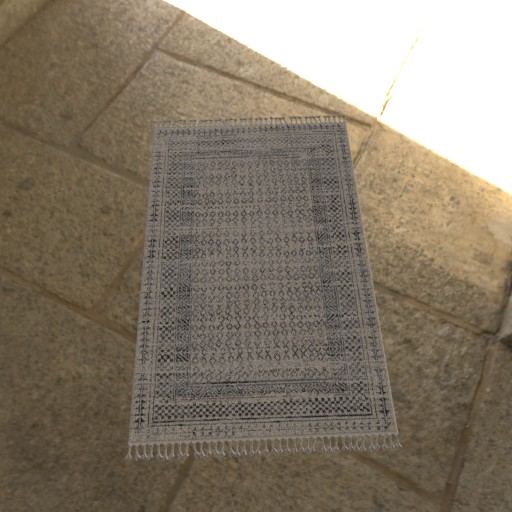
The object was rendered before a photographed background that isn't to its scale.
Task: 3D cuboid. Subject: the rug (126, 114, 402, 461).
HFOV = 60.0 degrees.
[{"bbox_3d":[0.000,0.000,3.004,1.548,0.013,2.486,-2,64,-1],"label":"rug"}]
